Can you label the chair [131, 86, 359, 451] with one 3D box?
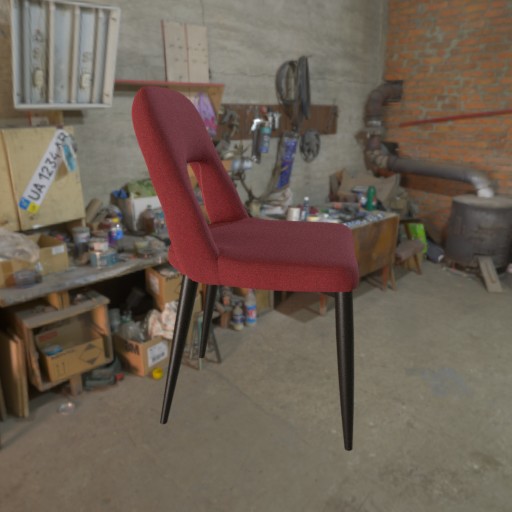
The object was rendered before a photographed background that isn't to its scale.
[{"bbox_3d":[0.000,0.000,1.241,0.569,0.892,0.483,3,17,9],"label":"chair"}]
